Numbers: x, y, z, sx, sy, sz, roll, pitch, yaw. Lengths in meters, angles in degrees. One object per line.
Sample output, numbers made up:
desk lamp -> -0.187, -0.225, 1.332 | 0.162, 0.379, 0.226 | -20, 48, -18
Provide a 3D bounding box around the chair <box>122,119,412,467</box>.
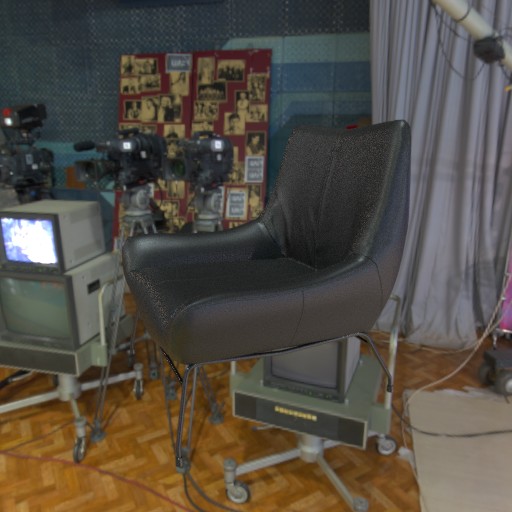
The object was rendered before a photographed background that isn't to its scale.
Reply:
chair -> 0.000, 0.000, 1.579 | 0.826, 0.922, 0.836 | -7, 17, -24
